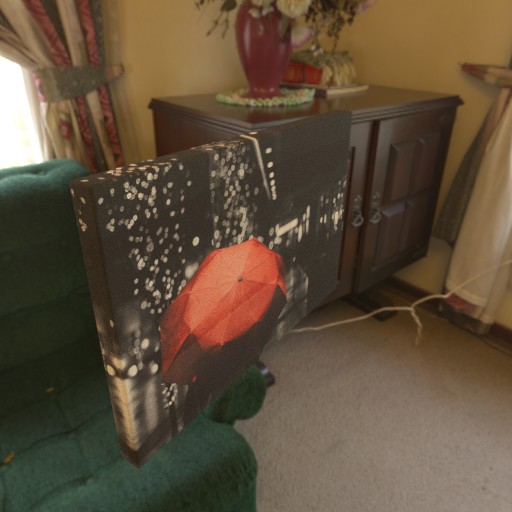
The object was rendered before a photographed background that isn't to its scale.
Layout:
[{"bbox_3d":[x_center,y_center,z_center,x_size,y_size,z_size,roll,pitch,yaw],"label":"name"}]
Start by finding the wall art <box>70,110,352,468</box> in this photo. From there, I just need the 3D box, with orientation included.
[{"bbox_3d":[0.000,0.000,0.755,0.037,0.406,0.609,18,31,31],"label":"wall art"}]
